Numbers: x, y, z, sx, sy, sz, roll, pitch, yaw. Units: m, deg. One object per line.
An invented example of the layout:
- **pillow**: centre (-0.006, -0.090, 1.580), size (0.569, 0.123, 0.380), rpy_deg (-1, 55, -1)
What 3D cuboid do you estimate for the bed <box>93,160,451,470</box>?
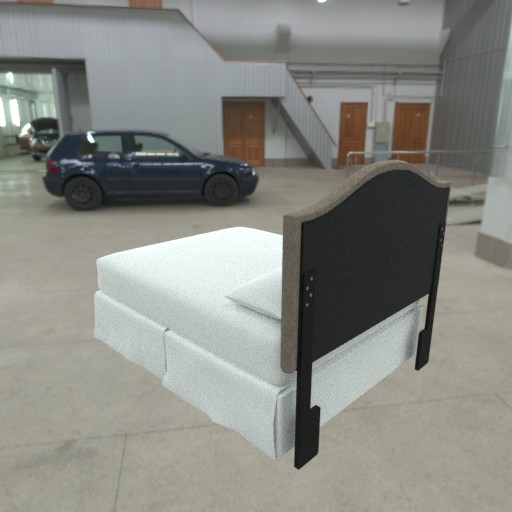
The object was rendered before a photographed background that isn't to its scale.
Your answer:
- **bed**: centre (0.000, 0.000, 3.308), size (2.153, 1.518, 1.713), rpy_deg (16, 23, 43)
